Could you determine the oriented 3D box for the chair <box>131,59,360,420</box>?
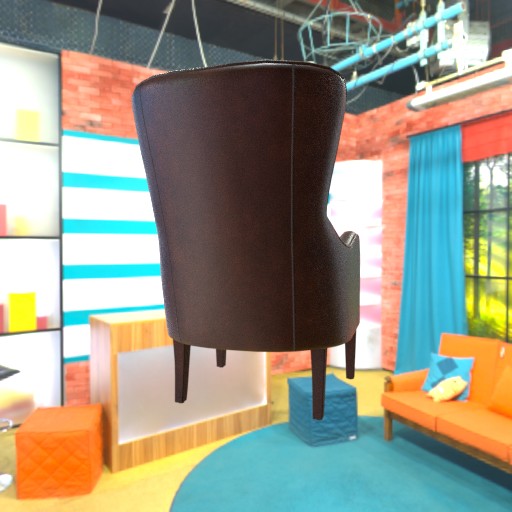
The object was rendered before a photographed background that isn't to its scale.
[{"bbox_3d":[0.000,0.000,1.599,0.692,1.048,0.914,0,1,18],"label":"chair"}]
